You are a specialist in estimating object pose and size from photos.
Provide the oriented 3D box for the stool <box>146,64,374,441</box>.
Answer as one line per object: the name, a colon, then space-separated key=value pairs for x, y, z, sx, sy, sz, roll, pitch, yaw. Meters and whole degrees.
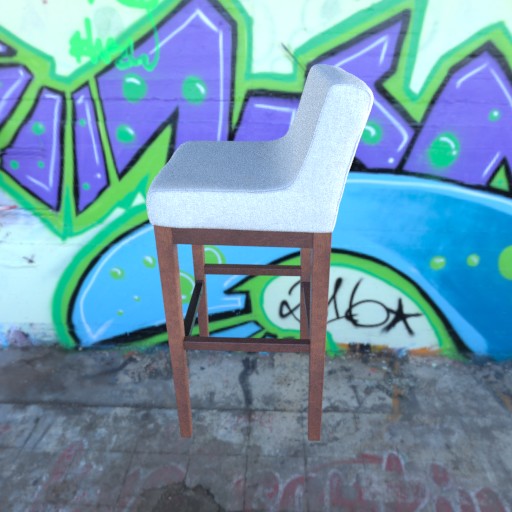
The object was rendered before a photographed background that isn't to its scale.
stool: x=0.000 y=0.000 z=1.332 sx=0.500 sy=1.037 sz=0.511 roll=1 pitch=27 yaw=2
